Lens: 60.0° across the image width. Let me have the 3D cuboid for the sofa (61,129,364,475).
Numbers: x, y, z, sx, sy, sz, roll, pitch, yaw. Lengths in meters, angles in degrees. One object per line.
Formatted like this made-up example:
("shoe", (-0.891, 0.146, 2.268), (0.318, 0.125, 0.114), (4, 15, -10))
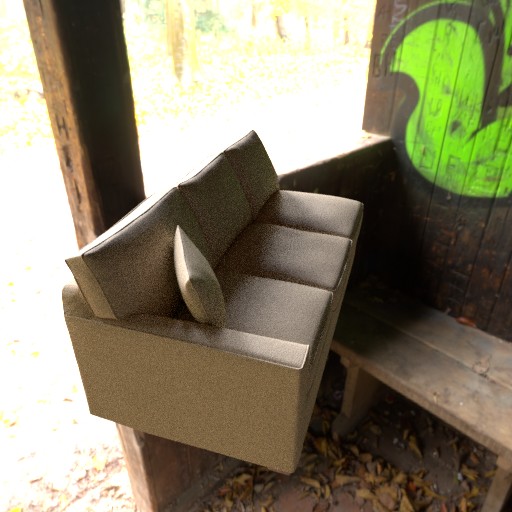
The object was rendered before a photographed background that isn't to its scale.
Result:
("sofa", (0.000, 0.000, 2.536), (1.034, 0.946, 1.962), (9, 31, 16))
